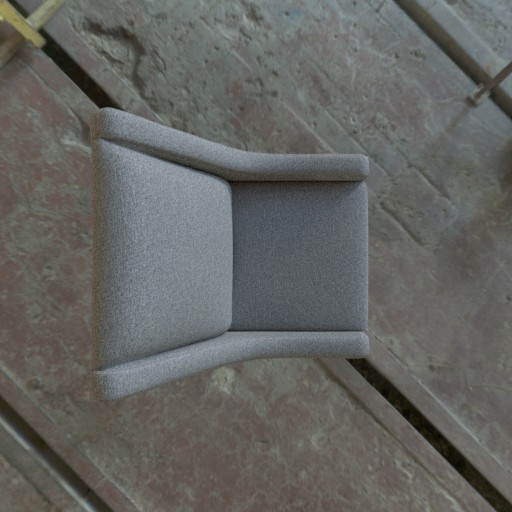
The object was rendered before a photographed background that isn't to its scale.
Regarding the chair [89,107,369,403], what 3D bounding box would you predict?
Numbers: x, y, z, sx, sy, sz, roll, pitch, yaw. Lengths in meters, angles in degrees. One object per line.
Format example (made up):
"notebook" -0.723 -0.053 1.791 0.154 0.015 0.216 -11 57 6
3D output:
"chair" 0.000 0.000 1.616 0.870 1.016 0.774 0 90 0
